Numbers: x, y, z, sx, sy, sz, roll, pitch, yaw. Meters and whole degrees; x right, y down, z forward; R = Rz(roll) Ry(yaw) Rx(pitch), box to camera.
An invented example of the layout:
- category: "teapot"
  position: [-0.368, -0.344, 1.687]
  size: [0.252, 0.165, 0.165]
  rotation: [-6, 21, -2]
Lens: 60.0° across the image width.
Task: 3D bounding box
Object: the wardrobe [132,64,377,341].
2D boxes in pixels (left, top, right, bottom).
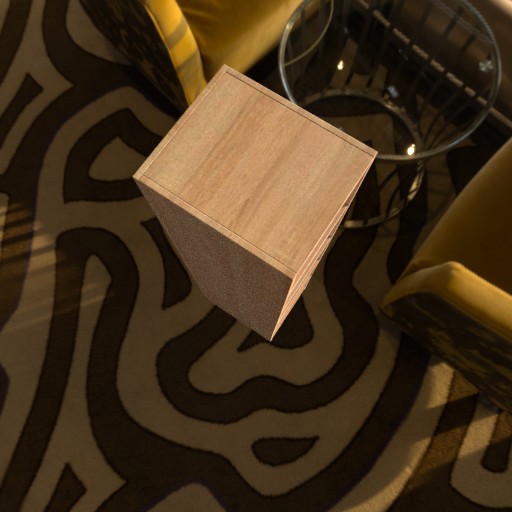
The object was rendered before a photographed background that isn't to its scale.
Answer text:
- category: "wardrobe"
  position: [0.000, 0.000, 2.396]
  size: [0.588, 2.117, 0.496]
  rotation: [33, 77, 9]
